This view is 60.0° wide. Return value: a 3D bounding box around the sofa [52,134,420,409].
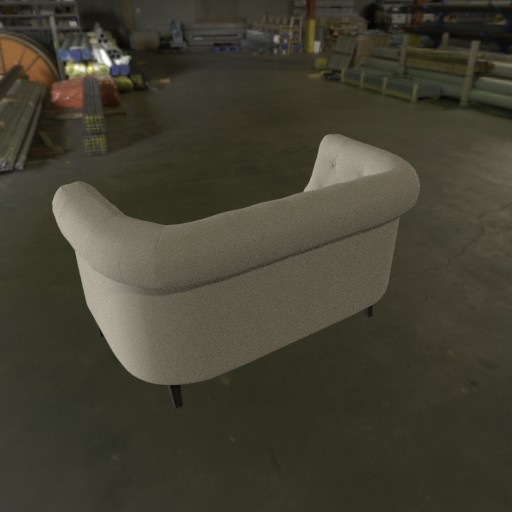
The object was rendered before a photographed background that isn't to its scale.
[{"bbox_3d":[0.000,0.000,2.060,1.558,0.827,0.835,-18,34,-28],"label":"sofa"}]
